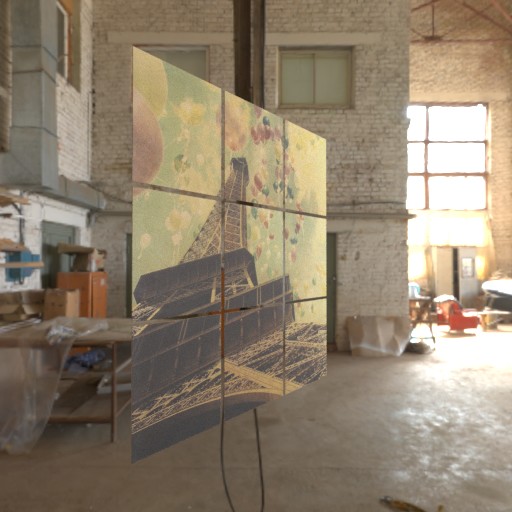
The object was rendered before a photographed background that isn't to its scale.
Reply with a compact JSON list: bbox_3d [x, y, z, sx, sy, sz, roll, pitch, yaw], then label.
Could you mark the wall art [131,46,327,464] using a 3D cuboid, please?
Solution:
[{"bbox_3d":[0.000,0.000,2.209,0.002,1.505,1.517,-1,-1,36],"label":"wall art"}]
